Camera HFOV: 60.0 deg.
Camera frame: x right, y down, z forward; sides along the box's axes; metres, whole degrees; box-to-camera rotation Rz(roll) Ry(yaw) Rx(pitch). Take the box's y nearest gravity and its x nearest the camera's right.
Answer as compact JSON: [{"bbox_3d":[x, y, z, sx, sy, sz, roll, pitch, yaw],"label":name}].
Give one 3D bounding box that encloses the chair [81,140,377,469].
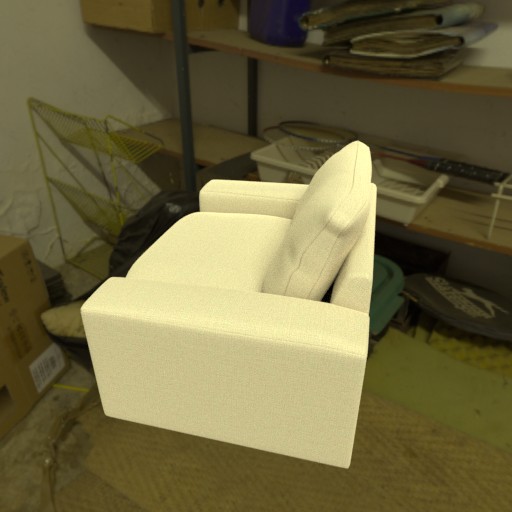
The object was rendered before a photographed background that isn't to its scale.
[{"bbox_3d":[0.000,0.000,2.070,1.039,0.915,1.398,7,30,12],"label":"chair"}]
